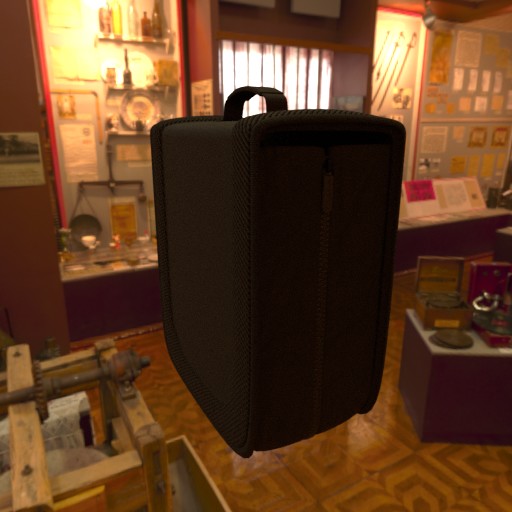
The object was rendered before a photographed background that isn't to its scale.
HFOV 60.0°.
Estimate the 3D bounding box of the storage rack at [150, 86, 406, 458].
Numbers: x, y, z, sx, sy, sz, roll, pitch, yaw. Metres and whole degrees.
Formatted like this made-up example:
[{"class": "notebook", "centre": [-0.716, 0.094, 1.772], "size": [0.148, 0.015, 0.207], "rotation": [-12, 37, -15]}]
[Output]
[{"class": "storage rack", "centre": [0.000, 0.000, 0.541], "size": [0.168, 0.387, 0.297], "rotation": [-8, 18, -27]}]
